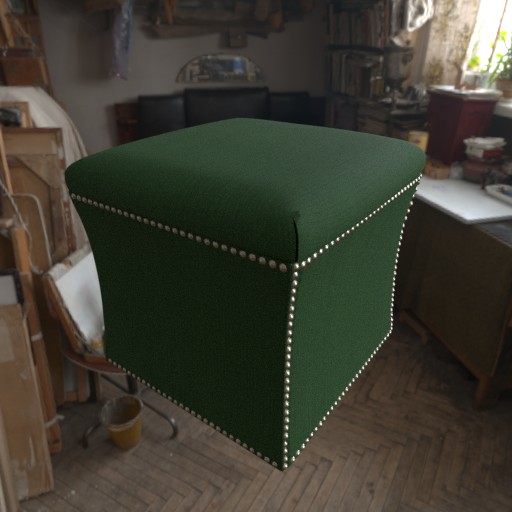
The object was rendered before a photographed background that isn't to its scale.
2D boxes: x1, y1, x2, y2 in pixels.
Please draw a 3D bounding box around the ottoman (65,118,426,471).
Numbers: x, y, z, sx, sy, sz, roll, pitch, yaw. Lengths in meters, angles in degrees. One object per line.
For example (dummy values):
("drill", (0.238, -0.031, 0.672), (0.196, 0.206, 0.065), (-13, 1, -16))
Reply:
("ottoman", (0.000, 0.000, 0.906), (0.497, 0.475, 0.507), (19, 33, 32))
